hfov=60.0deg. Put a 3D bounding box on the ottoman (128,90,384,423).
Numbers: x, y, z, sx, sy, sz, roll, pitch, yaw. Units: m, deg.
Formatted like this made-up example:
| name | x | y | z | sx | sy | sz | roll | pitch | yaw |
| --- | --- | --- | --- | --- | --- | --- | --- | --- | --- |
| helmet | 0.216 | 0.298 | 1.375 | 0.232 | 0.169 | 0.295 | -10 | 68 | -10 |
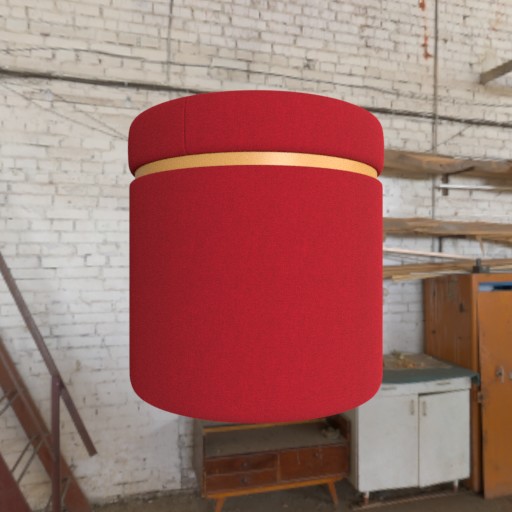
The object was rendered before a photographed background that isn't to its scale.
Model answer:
| name | x | y | z | sx | sy | sz | roll | pitch | yaw |
| --- | --- | --- | --- | --- | --- | --- | --- | --- | --- |
| ottoman | 0.000 | 0.000 | 0.720 | 0.400 | 0.406 | 0.400 | 0 | 0 | 0 |
